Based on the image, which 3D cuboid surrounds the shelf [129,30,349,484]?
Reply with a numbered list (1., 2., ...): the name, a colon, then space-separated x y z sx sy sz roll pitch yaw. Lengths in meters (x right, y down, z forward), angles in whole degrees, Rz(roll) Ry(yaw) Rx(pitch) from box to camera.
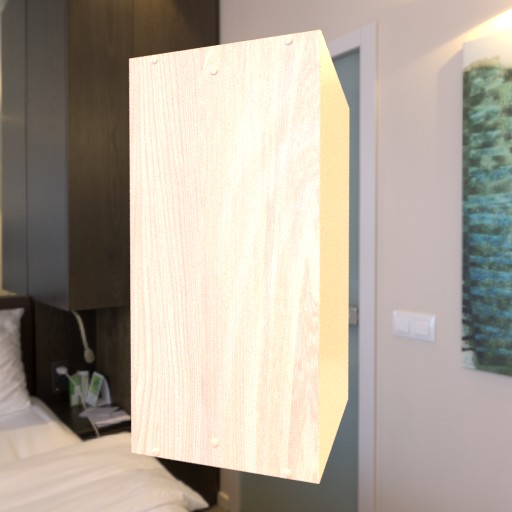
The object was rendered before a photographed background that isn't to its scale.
1. shelf: 0.000 0.000 0.795 0.290 0.600 0.350 0 1 18
